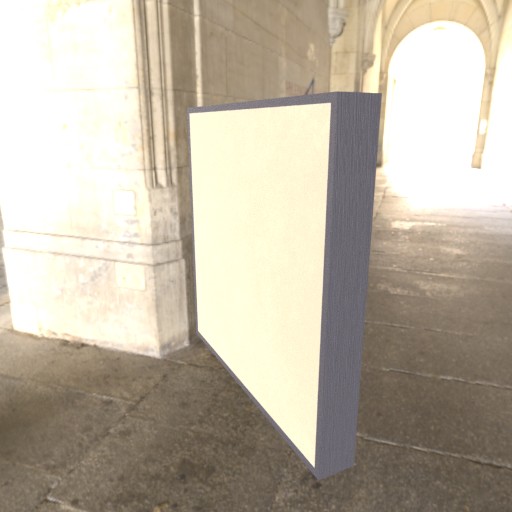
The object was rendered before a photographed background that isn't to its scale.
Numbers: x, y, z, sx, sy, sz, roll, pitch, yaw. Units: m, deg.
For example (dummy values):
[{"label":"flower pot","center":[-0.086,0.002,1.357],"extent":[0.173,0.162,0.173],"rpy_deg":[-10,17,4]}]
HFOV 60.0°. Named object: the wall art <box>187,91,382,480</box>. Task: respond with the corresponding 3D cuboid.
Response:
[{"label":"wall art","center":[0.000,0.000,0.459],"extent":[0.036,0.300,0.302],"rpy_deg":[-8,18,-25]}]
